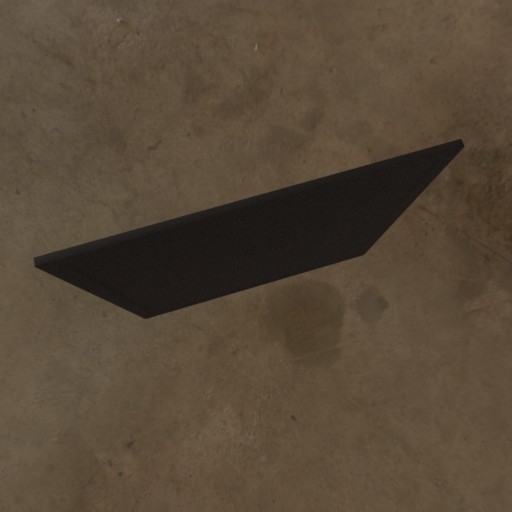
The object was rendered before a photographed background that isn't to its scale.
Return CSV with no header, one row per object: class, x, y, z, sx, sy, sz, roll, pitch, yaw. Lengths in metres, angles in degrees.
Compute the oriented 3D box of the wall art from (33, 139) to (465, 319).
wall art,0.000,0.000,0.825,0.562,0.558,0.012,-16,76,-4
